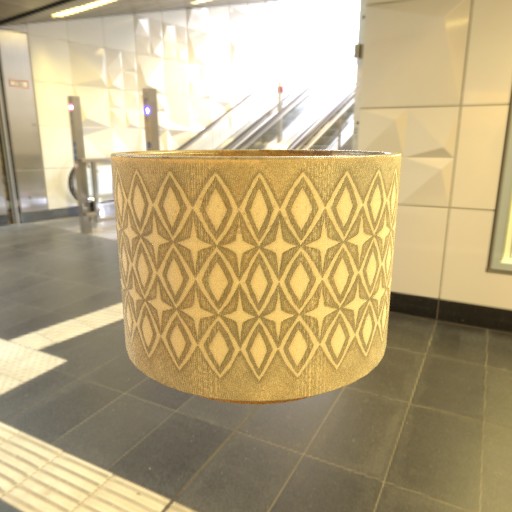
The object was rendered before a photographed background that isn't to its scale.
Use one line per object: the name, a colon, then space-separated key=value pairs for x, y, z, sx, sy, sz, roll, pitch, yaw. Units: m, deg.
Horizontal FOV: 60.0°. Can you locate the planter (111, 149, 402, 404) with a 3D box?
planter: x=0.000 y=0.000 z=0.315 sx=0.186 sy=0.144 sz=0.186 roll=0 pitch=15 yaw=0
